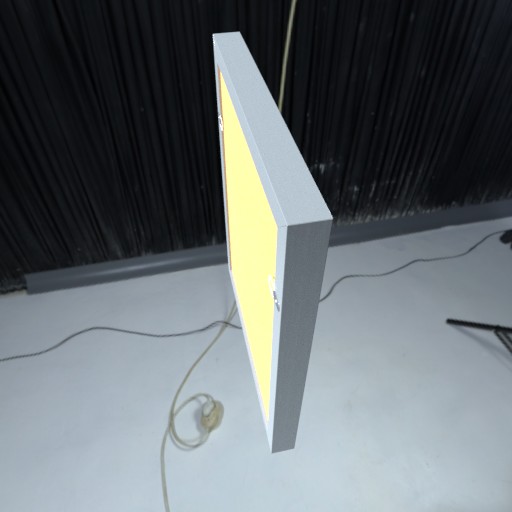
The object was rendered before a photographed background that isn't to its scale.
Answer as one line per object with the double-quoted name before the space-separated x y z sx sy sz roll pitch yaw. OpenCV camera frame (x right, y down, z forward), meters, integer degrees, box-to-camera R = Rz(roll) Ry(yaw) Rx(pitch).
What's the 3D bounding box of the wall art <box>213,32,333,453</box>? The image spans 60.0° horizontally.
"wall art" 0.000 0.000 0.510 0.030 0.379 0.308 -9 47 -8
